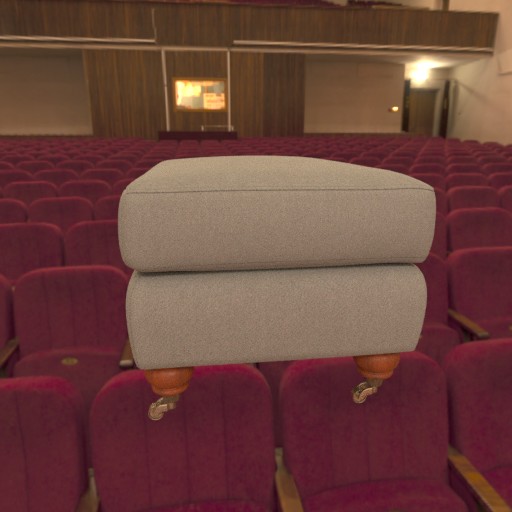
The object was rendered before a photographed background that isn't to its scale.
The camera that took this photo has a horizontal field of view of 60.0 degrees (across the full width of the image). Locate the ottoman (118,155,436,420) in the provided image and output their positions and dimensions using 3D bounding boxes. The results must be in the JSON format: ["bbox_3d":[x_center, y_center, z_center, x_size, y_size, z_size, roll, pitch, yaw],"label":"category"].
[{"bbox_3d":[0.000,0.000,1.143,0.569,0.499,0.773,-2,15,-8],"label":"ottoman"}]
